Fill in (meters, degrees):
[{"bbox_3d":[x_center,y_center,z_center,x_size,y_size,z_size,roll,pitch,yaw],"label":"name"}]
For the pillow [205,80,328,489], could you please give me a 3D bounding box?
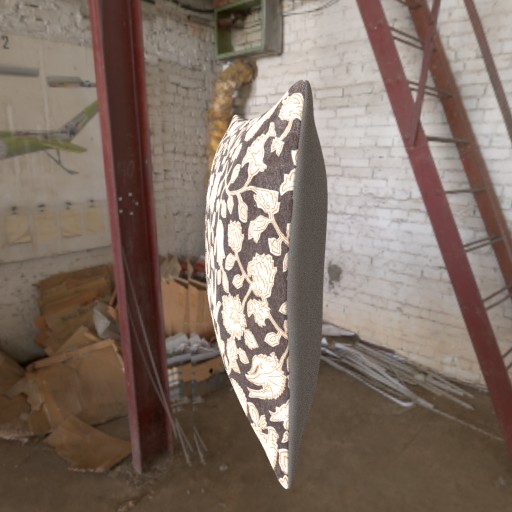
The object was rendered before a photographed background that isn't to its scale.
[{"bbox_3d":[0.000,0.000,0.773,0.166,0.507,0.526,-2,14,-10],"label":"pillow"}]
